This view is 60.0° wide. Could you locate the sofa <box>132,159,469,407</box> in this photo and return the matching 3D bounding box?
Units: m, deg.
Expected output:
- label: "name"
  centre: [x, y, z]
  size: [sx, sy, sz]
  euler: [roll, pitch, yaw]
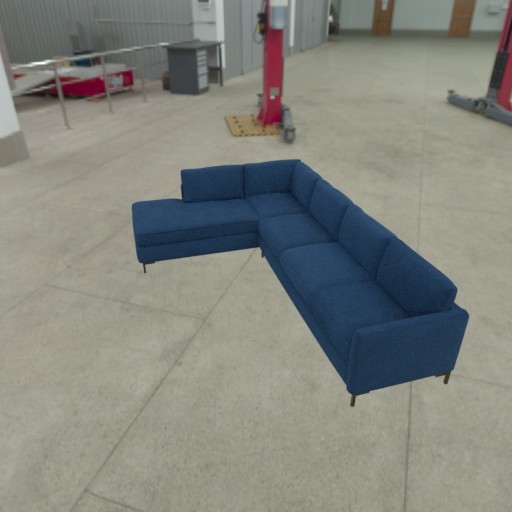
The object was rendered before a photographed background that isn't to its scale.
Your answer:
- label: "sofa"
  centre: [0.000, 0.000, 3.873]
  size: [2.007, 0.815, 2.949]
  euler: [-8, 31, -14]
